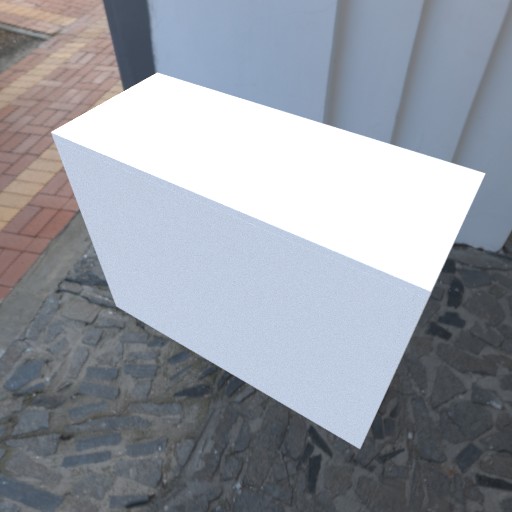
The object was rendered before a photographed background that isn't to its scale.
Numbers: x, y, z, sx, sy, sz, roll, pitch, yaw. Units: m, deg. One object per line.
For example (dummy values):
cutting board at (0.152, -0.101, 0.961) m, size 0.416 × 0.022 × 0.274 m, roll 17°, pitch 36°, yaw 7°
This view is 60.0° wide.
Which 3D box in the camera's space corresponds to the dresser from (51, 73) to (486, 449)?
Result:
dresser at (0.000, 0.000, 1.499) m, size 1.100 × 0.820 × 0.460 m, roll 25°, pitch 51°, yaw 22°
